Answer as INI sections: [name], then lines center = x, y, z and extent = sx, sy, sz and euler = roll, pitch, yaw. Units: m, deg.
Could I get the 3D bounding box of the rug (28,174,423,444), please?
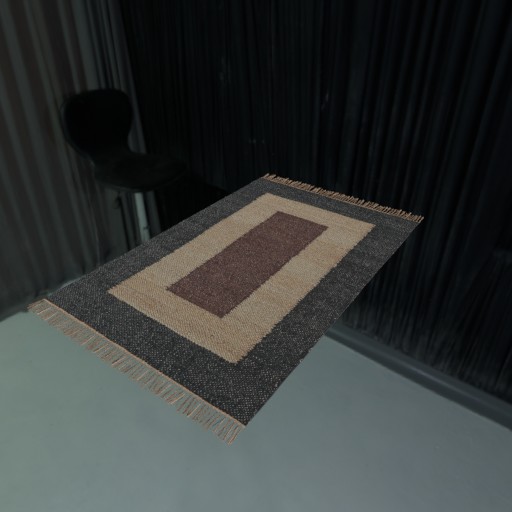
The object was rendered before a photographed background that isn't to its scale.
[rug]
center = 0.000, 0.000, 2.468
extent = 1.224, 0.027, 2.021
euler = 21, 39, 29
